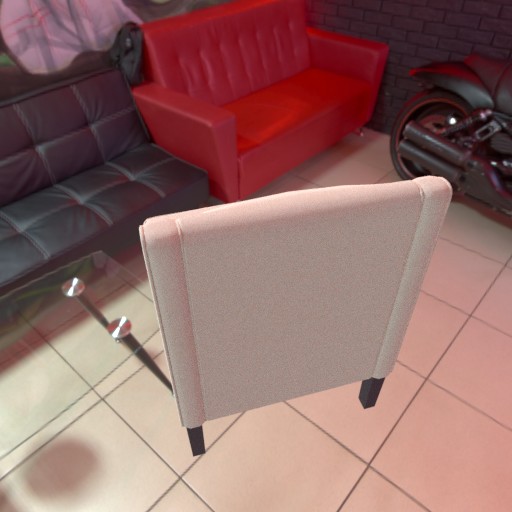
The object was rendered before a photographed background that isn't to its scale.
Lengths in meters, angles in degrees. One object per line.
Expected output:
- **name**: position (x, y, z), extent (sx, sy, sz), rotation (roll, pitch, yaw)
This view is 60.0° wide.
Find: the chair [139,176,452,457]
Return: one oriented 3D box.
- **chair**: position (0.000, 0.000, 1.451), extent (0.689, 0.886, 0.806), rotation (-11, 42, -12)
